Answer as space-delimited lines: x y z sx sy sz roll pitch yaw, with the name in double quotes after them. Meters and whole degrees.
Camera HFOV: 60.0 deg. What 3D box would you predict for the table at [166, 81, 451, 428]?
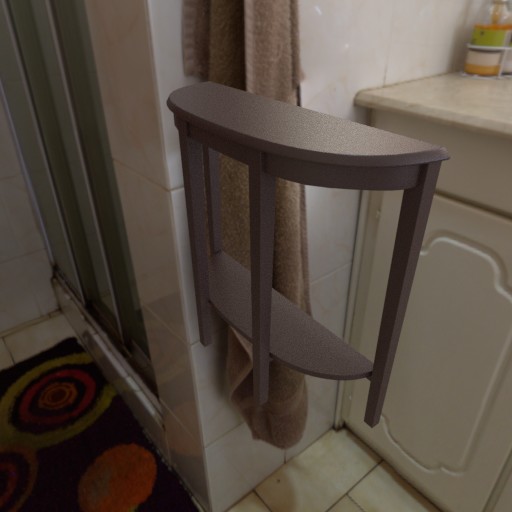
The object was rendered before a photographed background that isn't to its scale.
0.000 0.000 1.319 0.274 0.831 0.909 -21 38 -31 "table"
